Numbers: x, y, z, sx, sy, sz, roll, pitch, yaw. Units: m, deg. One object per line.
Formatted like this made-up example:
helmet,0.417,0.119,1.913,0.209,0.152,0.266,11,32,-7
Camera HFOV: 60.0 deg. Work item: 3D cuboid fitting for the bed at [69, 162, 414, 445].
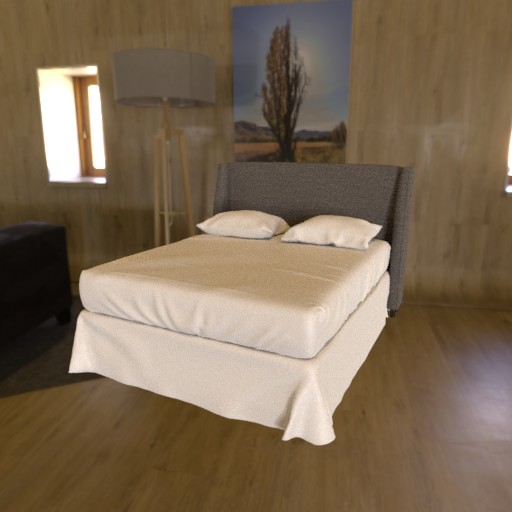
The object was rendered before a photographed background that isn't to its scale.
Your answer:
bed,0.000,0.000,3.405,1.925,1.332,2.276,7,16,26
